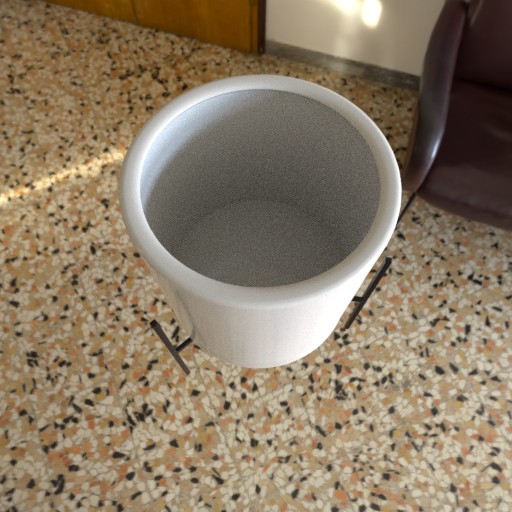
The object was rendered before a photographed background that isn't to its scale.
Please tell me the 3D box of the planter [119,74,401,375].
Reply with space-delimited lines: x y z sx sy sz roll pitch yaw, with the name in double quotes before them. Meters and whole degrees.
"planter" 0.000 0.000 0.638 0.307 0.431 0.308 -14 65 -7
